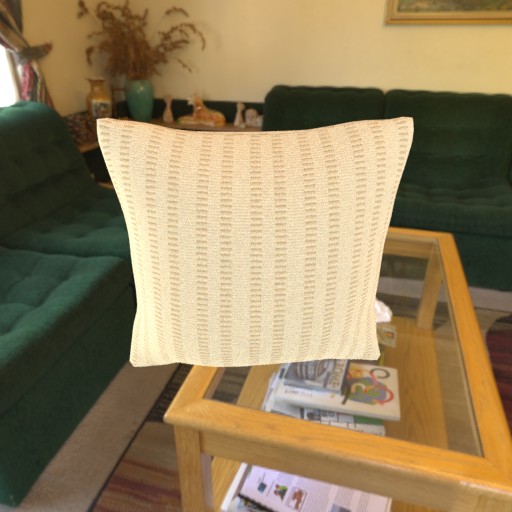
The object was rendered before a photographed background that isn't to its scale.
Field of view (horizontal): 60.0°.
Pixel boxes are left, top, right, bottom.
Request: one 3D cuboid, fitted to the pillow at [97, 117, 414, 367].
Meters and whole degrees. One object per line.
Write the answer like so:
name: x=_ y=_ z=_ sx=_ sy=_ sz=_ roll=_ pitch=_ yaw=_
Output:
pillow: x=0.000 y=0.000 z=0.692 sx=0.438 sy=0.419 sz=0.247 roll=-1 pitch=27 yaw=-2
